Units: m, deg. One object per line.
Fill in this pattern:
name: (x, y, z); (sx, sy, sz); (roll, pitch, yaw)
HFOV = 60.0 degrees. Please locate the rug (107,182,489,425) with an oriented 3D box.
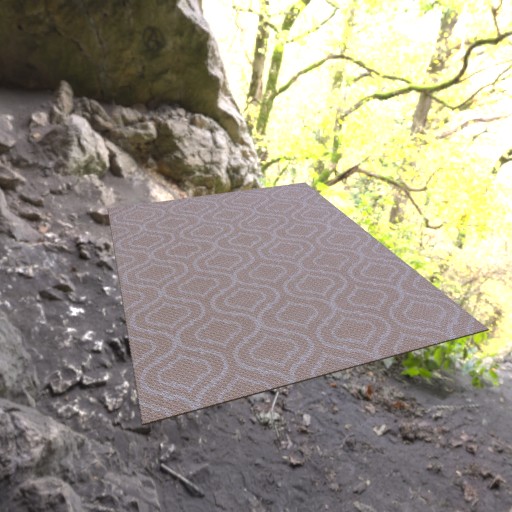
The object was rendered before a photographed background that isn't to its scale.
rug: (0.000, 0.000, 3.812); (2.286, 0.013, 2.894); (-10, 32, -17)
